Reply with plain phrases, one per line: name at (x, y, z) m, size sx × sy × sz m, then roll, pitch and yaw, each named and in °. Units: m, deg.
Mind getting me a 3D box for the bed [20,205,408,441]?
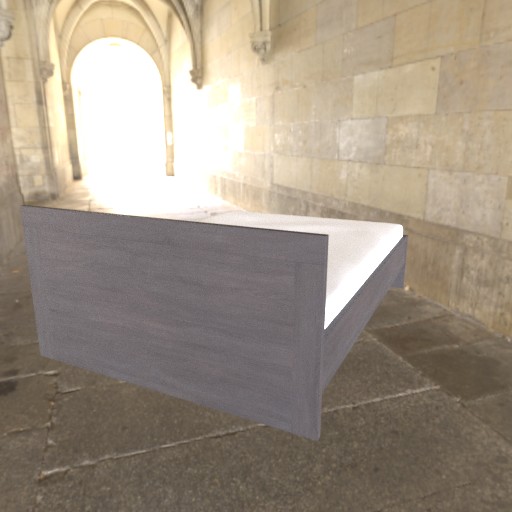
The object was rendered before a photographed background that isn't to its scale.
bed at (0.000, 0.000, 2.859) m, size 1.585 × 0.823 × 2.073 m, roll 7°, pitch 17°, yaw 26°
